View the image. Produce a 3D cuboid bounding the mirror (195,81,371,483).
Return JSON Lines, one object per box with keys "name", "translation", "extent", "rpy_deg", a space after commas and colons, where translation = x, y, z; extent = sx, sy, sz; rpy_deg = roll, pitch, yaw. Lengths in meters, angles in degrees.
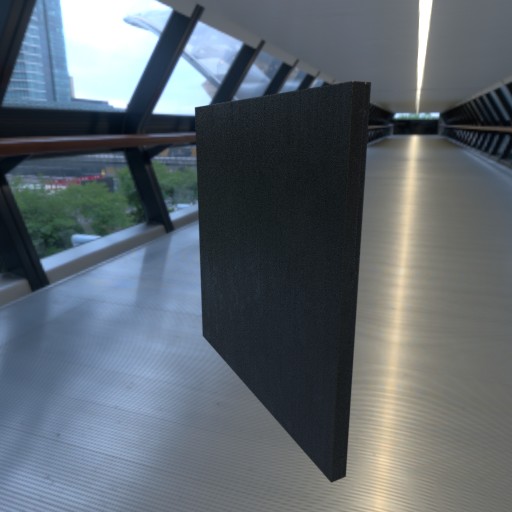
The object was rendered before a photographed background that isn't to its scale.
{"name": "mirror", "translation": [0.000, 0.000, 0.567], "extent": [0.020, 0.381, 0.382], "rpy_deg": [-7, 17, -25]}
